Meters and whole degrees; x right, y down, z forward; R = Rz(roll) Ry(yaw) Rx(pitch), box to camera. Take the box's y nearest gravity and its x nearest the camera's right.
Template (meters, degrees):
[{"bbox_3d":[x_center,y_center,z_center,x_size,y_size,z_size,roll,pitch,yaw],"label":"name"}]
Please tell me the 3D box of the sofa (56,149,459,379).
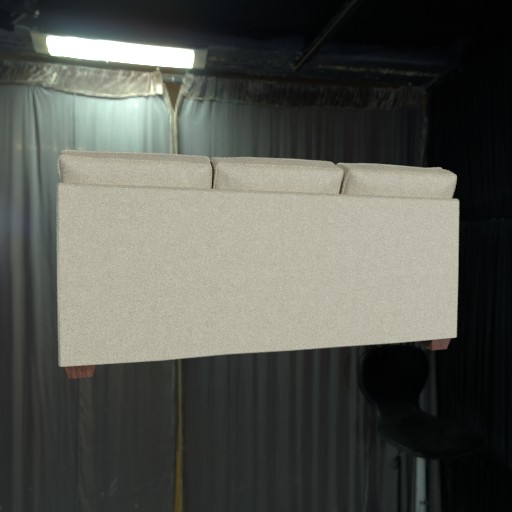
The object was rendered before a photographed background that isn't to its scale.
[{"bbox_3d":[0.000,0.000,2.488,1.962,0.973,1.027,0,1,-17],"label":"sofa"}]
